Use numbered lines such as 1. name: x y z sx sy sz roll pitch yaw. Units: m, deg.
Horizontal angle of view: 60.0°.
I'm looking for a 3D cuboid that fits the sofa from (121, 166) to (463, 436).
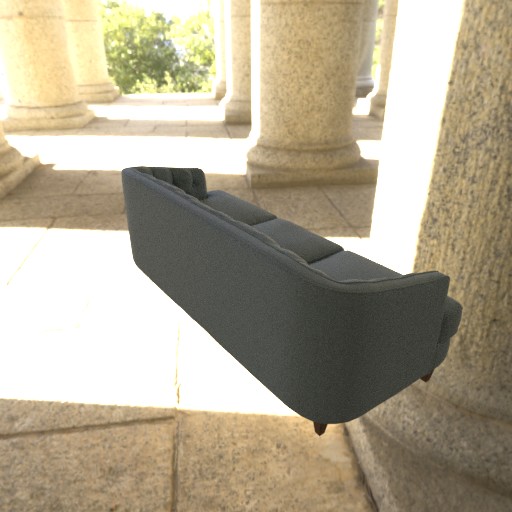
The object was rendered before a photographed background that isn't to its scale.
1. sofa: 0.000 0.000 2.765 0.941 0.855 2.278 -19 32 -32
